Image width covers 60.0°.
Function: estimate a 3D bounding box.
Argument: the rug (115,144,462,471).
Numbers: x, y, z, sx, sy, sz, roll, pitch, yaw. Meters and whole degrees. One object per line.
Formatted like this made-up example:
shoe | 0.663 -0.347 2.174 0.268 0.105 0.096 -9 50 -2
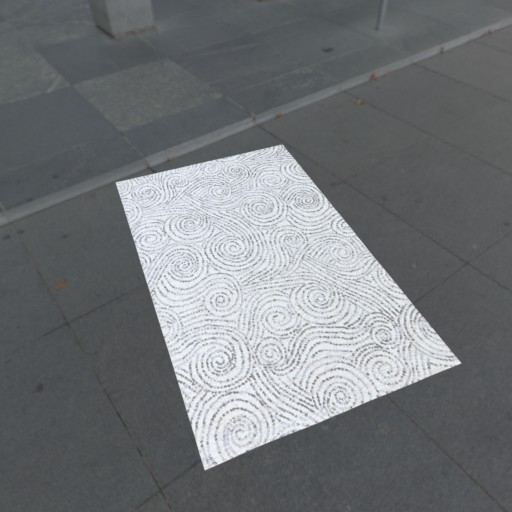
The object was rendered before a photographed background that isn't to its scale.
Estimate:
rug | 0.000 0.000 3.089 1.524 0.005 2.439 -16 49 -15
